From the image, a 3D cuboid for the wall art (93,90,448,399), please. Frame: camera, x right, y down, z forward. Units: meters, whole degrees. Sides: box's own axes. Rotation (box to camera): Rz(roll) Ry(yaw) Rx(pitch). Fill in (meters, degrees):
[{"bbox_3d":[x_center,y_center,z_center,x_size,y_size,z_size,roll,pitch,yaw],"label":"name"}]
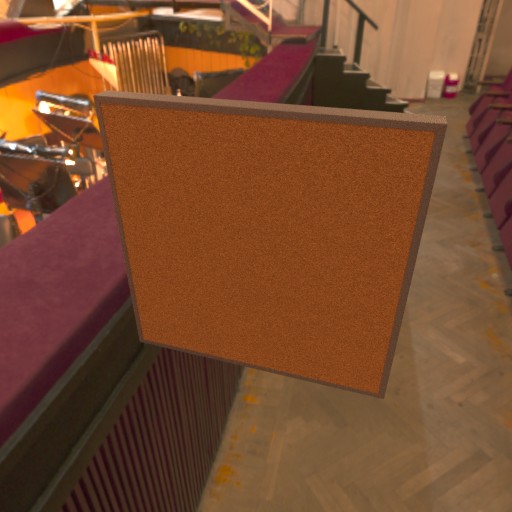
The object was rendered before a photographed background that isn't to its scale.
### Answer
[{"bbox_3d":[0.000,0.000,0.524,0.349,0.349,0.028,10,34,15],"label":"wall art"}]
